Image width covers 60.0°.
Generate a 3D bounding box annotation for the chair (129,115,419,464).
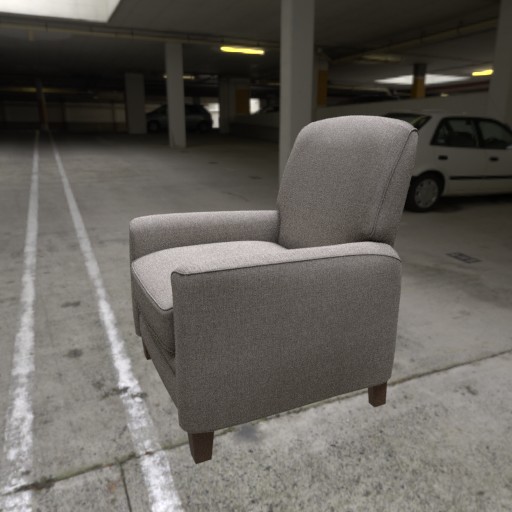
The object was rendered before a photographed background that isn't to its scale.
[{"bbox_3d":[0.000,0.000,1.658,0.864,1.014,0.848,-7,17,-24],"label":"chair"}]
